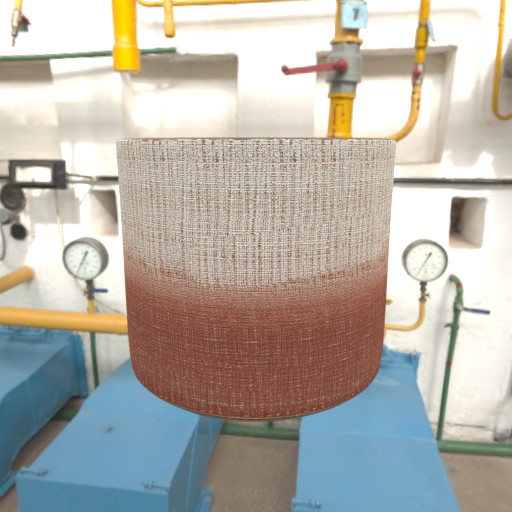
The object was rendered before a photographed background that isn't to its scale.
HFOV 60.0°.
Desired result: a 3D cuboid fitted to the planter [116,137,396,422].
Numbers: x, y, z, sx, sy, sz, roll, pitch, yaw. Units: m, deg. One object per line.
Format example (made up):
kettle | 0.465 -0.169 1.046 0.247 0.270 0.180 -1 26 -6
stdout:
planter | 0.000 0.000 0.308 0.178 0.157 0.178 0 14 0
